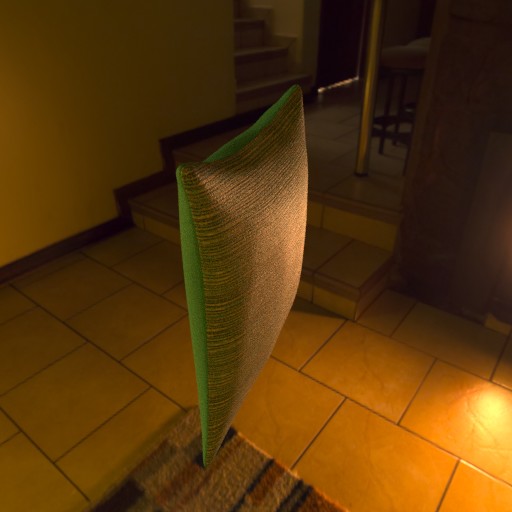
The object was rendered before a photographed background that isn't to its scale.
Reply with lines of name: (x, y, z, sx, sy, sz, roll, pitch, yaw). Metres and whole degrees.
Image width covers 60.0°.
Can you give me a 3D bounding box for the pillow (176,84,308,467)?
pillow: (0.000, 0.000, 0.782, 0.150, 0.497, 0.514, 10, 33, 15)
